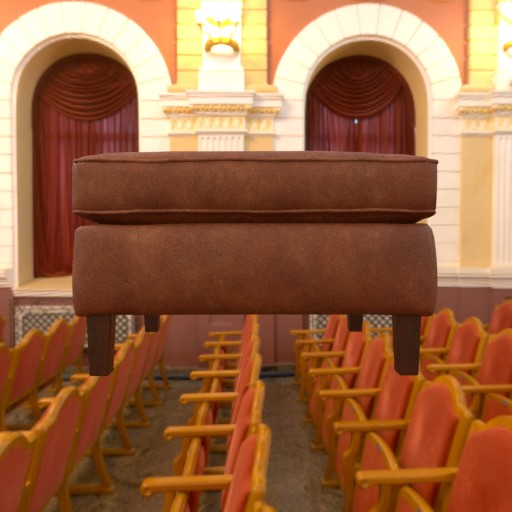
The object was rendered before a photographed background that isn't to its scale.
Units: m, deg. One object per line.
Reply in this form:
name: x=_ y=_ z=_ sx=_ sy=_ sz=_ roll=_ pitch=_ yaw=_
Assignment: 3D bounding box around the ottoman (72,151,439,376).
ottoman: x=0.000 y=0.000 z=1.001 sx=0.665 sy=0.418 sz=0.501 roll=0 pitch=1 yaw=0
